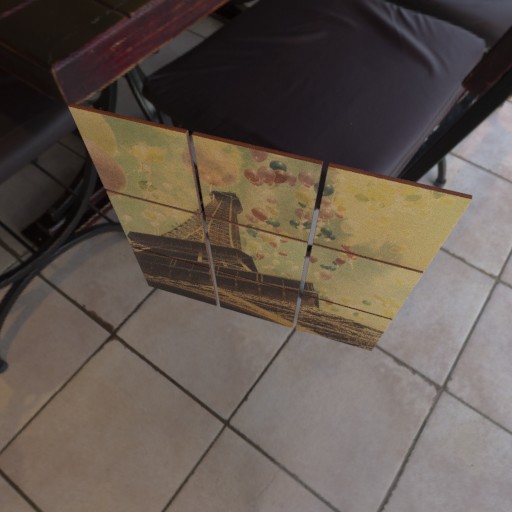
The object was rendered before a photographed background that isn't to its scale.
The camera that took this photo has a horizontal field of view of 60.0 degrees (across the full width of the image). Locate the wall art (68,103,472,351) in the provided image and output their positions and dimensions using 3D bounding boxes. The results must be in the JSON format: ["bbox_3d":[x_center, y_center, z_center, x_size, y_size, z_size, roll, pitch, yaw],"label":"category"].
[{"bbox_3d":[0.000,0.000,1.856,1.256,1.246,0.017,15,60,9],"label":"wall art"}]
